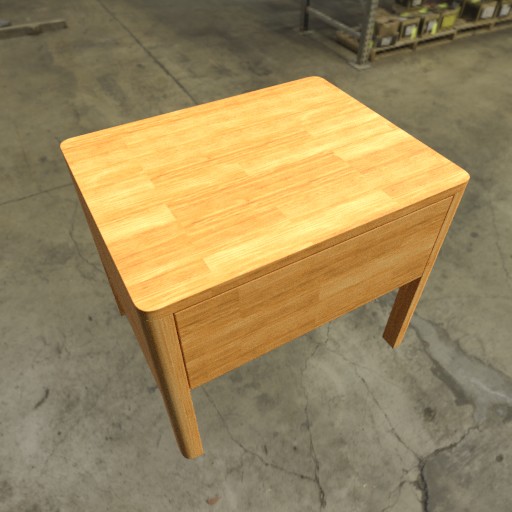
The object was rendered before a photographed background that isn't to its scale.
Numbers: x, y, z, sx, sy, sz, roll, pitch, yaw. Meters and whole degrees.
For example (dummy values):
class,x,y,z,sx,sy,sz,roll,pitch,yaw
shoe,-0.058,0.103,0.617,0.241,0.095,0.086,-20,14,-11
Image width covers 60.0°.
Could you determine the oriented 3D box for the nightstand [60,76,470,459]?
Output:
class,x,y,z,sx,sy,sz,roll,pitch,yaw
nightstand,0.000,0.000,0.916,0.560,0.470,0.440,-22,50,-20
